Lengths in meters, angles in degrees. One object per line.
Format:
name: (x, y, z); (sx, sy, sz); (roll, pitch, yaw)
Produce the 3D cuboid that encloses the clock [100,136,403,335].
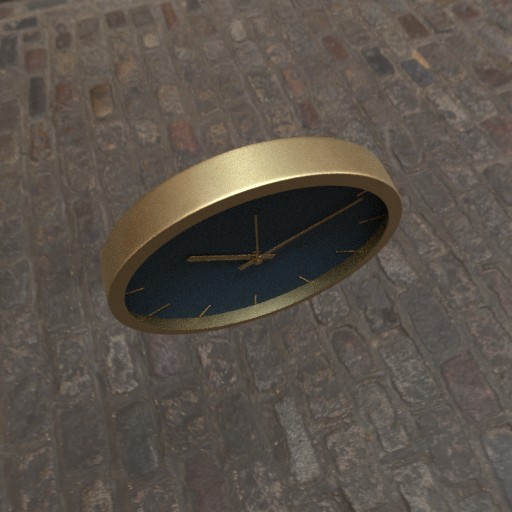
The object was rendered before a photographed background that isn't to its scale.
clock: (0.000, 0.000, 0.475); (0.314, 0.314, 0.040); (-17, 65, -8)
